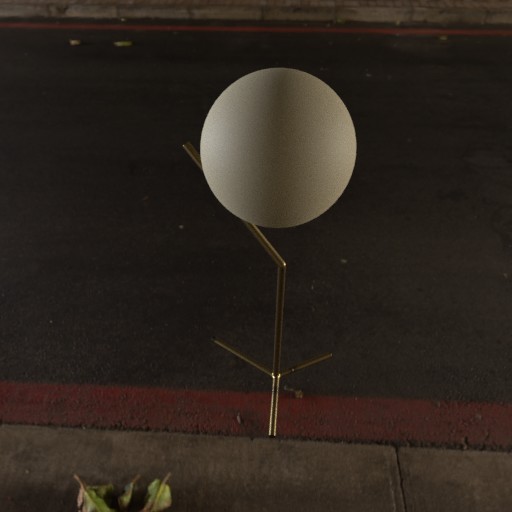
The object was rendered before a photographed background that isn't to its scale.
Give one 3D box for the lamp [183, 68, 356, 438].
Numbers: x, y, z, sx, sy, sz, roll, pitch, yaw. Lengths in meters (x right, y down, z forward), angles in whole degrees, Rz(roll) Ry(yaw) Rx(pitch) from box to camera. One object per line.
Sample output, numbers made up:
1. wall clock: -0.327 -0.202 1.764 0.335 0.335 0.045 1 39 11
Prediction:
1. lamp: 0.000 0.000 0.670 0.251 0.552 0.210 25 46 26
